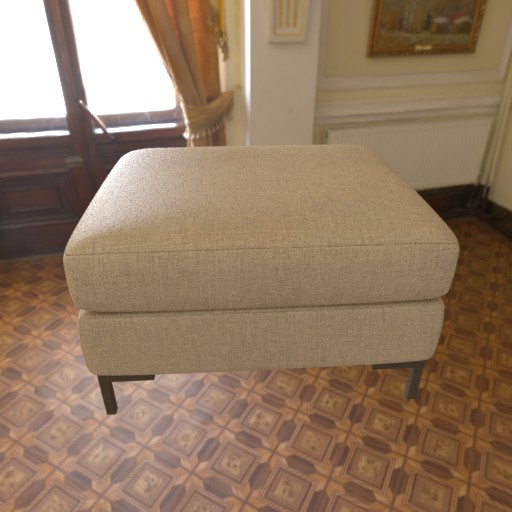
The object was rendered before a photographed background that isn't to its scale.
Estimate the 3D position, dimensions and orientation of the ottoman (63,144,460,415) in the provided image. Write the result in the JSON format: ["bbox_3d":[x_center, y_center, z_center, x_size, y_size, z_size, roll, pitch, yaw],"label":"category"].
[{"bbox_3d":[0.000,0.000,1.232,0.820,0.490,0.671,-2,31,-3],"label":"ottoman"}]
